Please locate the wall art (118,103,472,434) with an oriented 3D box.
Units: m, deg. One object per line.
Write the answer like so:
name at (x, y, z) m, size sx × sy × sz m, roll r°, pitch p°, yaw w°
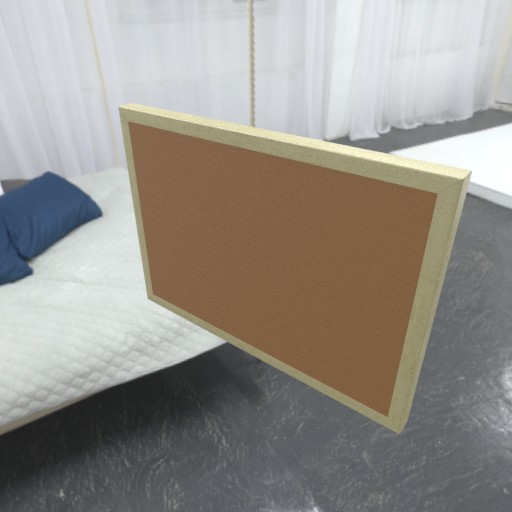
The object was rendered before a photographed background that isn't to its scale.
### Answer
wall art at (0.000, 0.000, 0.679) m, size 0.533 × 0.381 × 0.032 m, roll 21°, pitch 37°, yaw 31°
